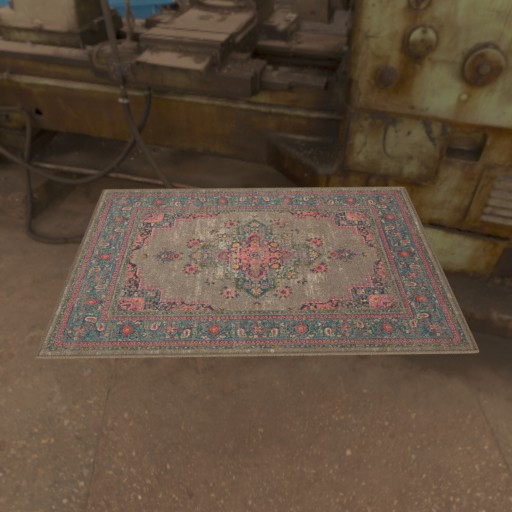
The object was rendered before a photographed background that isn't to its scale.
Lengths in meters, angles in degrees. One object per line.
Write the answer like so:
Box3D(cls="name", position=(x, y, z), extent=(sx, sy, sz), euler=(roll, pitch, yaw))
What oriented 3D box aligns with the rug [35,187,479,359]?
Box3D(cls="rug", position=(0.000, 0.000, 2.152), extent=(1.748, 0.014, 1.144), euler=(-1, 43, -1))
